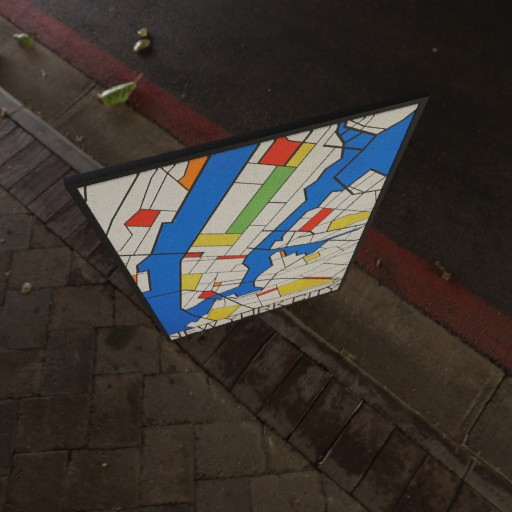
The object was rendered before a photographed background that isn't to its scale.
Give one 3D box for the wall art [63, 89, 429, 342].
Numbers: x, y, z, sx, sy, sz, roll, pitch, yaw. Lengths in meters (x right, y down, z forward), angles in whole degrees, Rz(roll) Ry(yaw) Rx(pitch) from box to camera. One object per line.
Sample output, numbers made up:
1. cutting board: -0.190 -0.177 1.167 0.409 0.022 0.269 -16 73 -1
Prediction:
1. wall art: 0.000 0.000 0.827 0.457 0.657 0.013 -16 65 -8
